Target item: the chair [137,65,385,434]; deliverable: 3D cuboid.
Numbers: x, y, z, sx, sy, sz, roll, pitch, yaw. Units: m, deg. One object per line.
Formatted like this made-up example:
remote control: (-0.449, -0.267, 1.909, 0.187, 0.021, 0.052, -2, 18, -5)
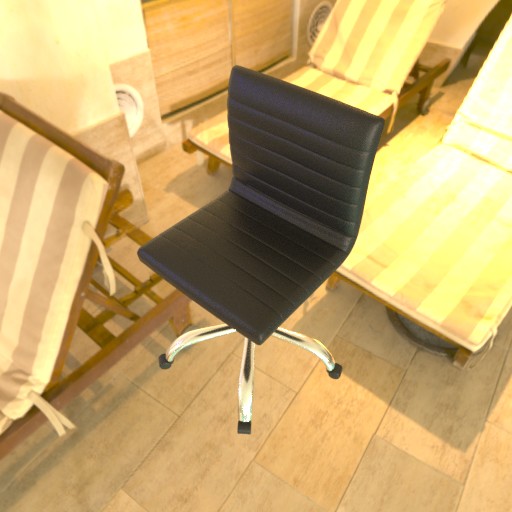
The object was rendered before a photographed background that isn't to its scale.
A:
chair: (0.000, 0.000, 1.131, 0.556, 0.780, 0.530, 31, 54, 26)
